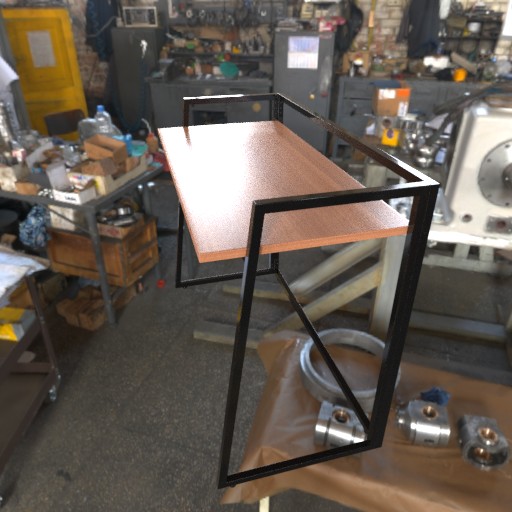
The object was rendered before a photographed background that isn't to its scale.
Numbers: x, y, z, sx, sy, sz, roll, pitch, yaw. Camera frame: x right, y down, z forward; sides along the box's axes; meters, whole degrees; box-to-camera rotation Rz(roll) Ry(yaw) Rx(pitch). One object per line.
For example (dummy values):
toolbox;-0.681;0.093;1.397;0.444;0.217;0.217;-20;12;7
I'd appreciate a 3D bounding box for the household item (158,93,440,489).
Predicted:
household item;0.000;0.000;1.517;0.510;0.860;1.050;-8;31;-13
